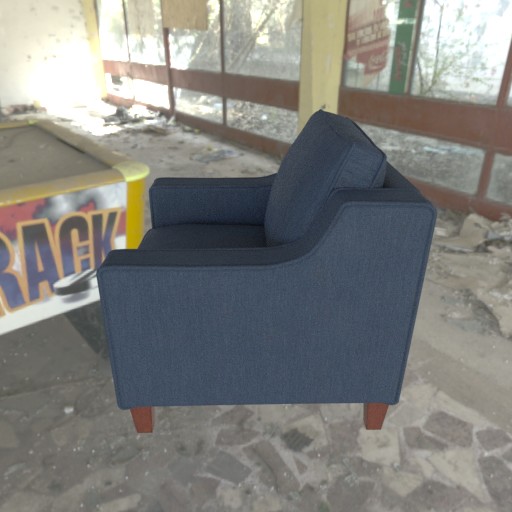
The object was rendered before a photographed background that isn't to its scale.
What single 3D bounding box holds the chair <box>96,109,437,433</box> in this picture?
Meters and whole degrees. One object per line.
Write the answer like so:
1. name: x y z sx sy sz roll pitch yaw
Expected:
1. chair: 0.000 0.000 1.627 0.909 0.960 0.831 0 27 -1
